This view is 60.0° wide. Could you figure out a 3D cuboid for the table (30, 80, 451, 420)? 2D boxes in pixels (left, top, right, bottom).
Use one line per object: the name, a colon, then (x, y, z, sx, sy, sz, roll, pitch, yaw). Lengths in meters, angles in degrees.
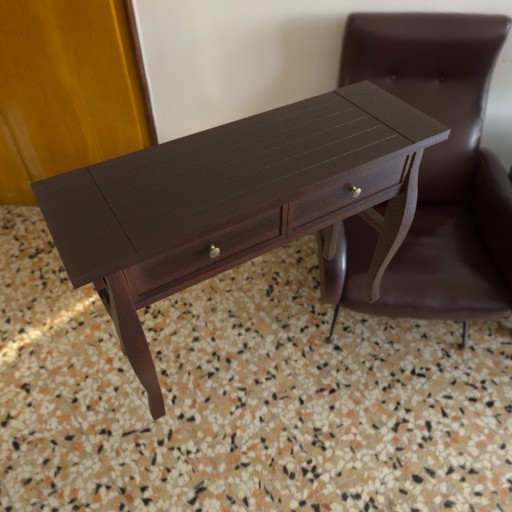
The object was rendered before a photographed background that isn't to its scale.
table: (0.000, 0.000, 1.432, 1.062, 0.768, 0.373, -24, 51, -21)
